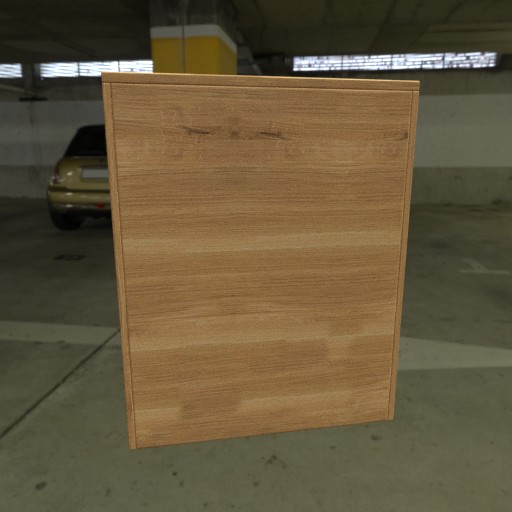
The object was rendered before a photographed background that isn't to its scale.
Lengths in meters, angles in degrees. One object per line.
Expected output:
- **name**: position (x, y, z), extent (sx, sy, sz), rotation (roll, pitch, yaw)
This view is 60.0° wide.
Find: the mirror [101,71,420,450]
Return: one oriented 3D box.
- **mirror**: position (0.000, 0.000, 1.396), extent (0.800, 1.000, 0.400), rotation (-2, 13, -10)
